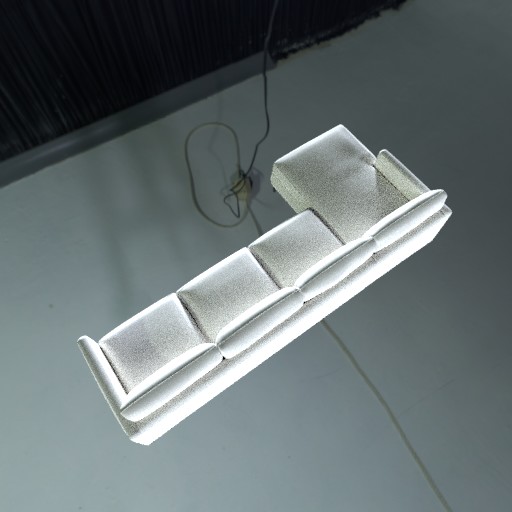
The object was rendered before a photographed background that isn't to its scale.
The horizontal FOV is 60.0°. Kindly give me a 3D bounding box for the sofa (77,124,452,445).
[{"bbox_3d":[0.000,0.000,3.844,3.186,0.875,1.467,-33,68,-15],"label":"sofa"}]
